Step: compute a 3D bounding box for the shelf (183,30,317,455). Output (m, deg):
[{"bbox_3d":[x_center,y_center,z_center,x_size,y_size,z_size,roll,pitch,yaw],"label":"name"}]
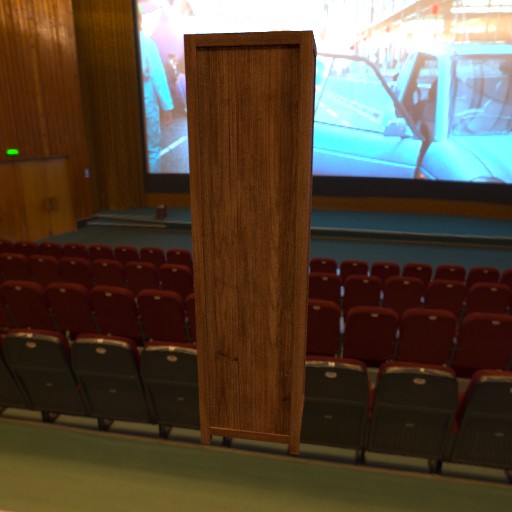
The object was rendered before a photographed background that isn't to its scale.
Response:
[{"bbox_3d":[0.000,0.000,2.154,0.500,1.900,0.428,3,17,9],"label":"shelf"}]
